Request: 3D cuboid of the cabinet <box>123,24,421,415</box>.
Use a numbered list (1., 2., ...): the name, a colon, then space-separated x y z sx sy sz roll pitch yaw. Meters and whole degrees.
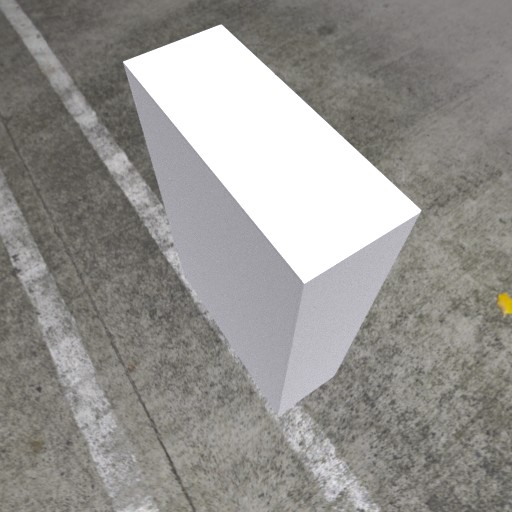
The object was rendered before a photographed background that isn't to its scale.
1. cabinet: 0.000 0.000 2.513 0.510 1.910 1.290 -30 63 -17
